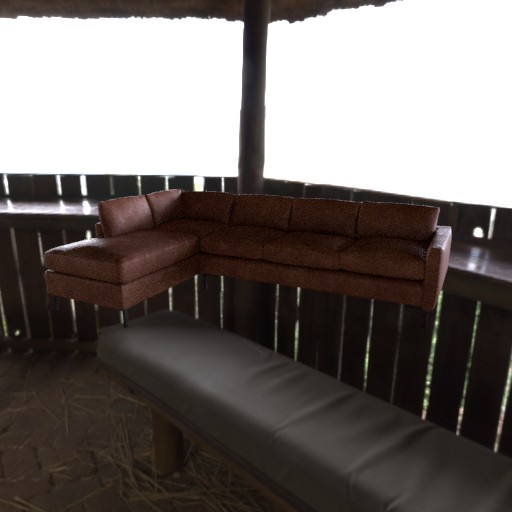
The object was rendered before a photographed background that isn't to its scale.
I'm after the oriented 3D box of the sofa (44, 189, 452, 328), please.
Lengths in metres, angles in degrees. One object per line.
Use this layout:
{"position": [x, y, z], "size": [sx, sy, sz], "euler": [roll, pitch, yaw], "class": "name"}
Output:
{"position": [0.000, 0.000, 3.836], "size": [2.984, 0.877, 1.938], "euler": [7, 17, 26], "class": "sofa"}
